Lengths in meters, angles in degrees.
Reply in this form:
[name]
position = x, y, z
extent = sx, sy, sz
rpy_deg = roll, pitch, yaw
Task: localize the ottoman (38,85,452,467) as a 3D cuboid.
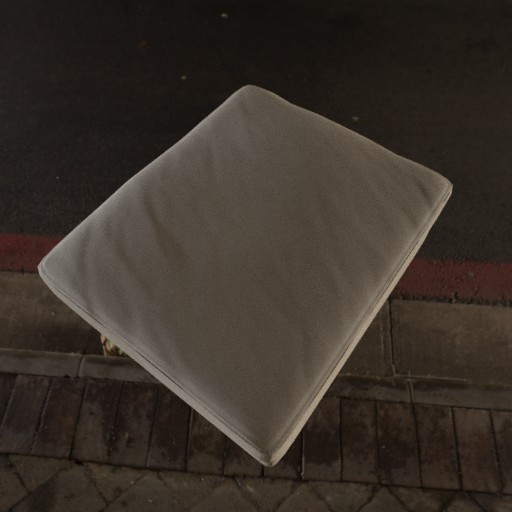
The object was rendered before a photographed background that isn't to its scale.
[ottoman]
position = 0.000, 0.000, 1.459
extent = 0.836, 0.492, 1.002
rpy_deg = 32, 64, 18
